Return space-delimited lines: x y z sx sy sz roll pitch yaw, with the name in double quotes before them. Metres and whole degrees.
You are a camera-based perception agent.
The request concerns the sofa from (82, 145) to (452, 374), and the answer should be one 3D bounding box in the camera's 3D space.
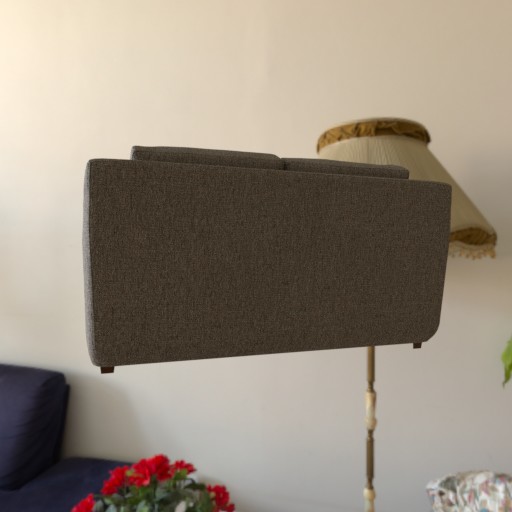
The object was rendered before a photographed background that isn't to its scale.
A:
"sofa" 0.000 0.000 2.459 1.778 0.991 1.120 0 0 -19
